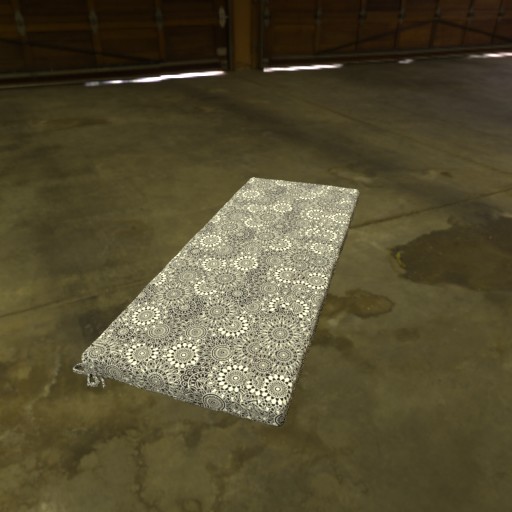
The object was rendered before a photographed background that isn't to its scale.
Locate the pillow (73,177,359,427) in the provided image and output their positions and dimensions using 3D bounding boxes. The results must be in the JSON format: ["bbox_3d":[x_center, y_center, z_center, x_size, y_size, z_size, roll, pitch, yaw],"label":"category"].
[{"bbox_3d":[0.000,0.000,1.367,0.492,0.081,1.187,10,32,16],"label":"pillow"}]
